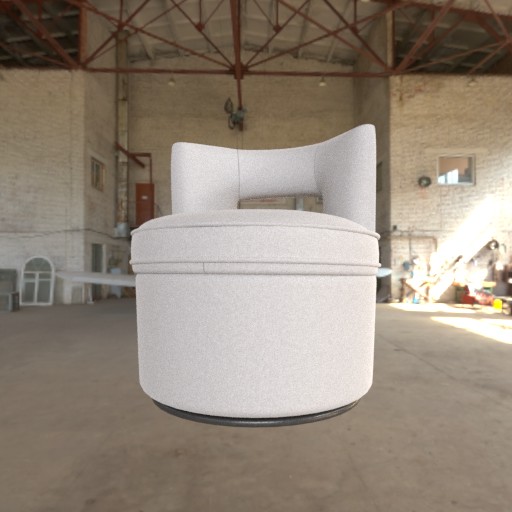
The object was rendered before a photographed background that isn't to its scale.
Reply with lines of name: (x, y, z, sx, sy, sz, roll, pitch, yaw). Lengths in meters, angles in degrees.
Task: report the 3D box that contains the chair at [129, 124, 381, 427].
chair: (0.000, 0.000, 1.197, 0.650, 0.723, 0.665, 0, -1, 19)
